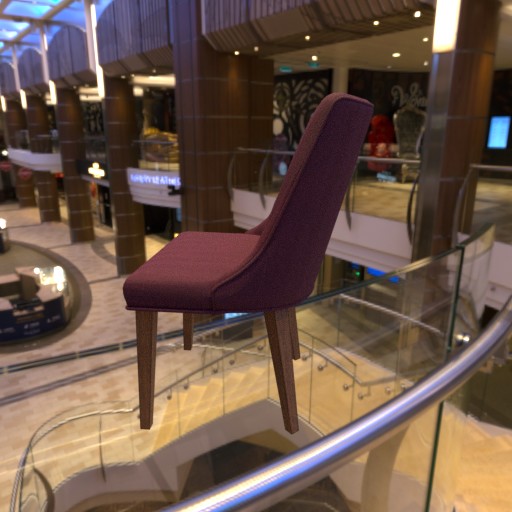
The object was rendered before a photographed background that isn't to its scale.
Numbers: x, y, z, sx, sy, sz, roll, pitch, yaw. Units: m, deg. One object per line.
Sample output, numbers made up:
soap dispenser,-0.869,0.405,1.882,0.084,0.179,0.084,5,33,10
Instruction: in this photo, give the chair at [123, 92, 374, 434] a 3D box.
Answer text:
chair,0.000,0.000,1.361,0.638,0.916,0.548,2,16,6
